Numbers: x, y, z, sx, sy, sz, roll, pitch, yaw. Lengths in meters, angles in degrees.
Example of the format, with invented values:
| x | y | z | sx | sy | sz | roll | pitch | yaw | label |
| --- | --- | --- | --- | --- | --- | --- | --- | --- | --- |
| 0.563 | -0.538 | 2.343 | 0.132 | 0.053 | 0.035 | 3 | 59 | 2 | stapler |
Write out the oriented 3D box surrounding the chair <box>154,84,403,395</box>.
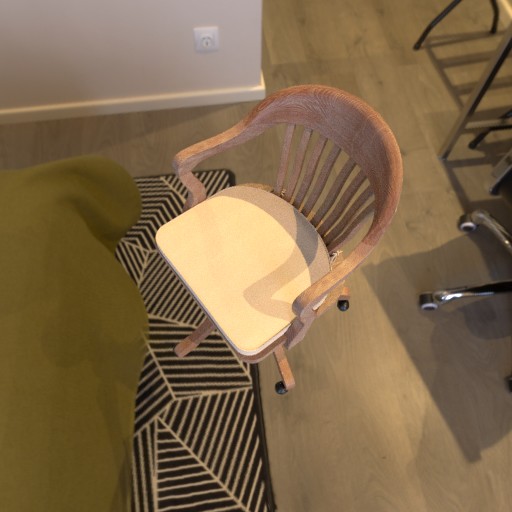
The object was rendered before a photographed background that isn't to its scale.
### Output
| x | y | z | sx | sy | sz | roll | pitch | yaw | label |
| --- | --- | --- | --- | --- | --- | --- | --- | --- | --- |
| 0.000 | 0.000 | 1.493 | 0.788 | 0.878 | 0.750 | -35 | 68 | -16 | chair |
